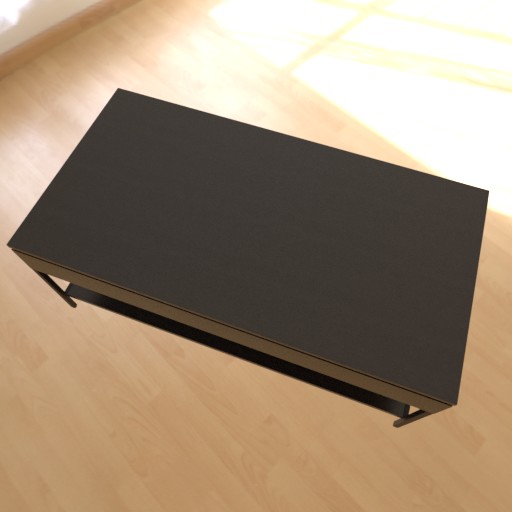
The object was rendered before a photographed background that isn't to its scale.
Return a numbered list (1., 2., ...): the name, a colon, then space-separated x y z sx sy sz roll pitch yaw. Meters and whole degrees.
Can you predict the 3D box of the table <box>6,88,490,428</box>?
1. table: 0.000 0.000 1.317 1.095 0.435 0.574 18 64 9
